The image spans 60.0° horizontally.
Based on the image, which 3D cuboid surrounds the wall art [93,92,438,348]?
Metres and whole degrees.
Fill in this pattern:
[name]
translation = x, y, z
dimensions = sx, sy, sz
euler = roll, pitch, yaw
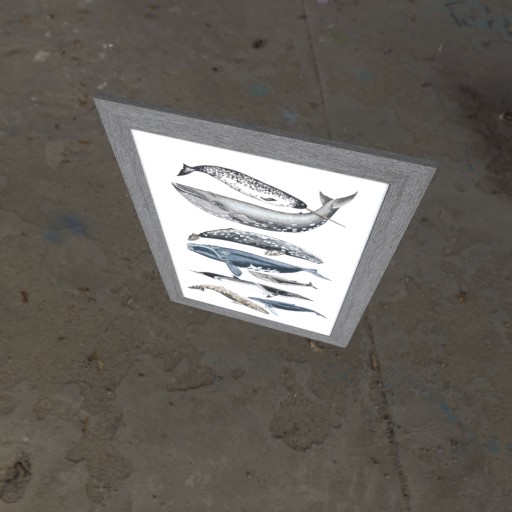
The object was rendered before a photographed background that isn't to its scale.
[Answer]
[wall art]
translation = 0.000, 0.000, 1.415
dimensions = 0.768, 1.070, 0.020
euler = 14, 60, 8
